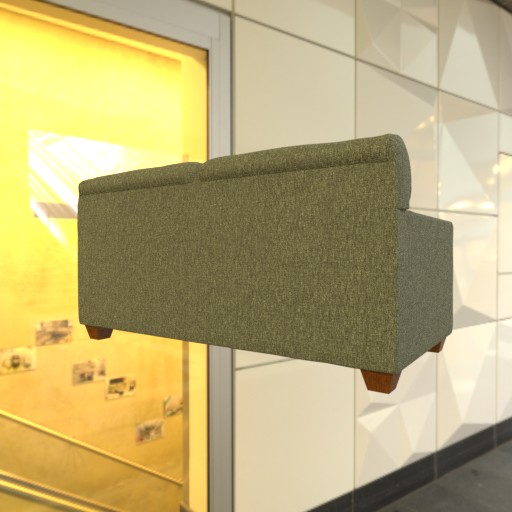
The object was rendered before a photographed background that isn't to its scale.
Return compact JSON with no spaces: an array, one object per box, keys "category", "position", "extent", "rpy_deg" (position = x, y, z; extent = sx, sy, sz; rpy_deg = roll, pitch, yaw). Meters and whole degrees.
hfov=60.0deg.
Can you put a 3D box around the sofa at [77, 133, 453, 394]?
[{"category":"sofa","position":[0.000,0.000,2.418],"extent":[1.846,0.958,0.998],"rpy_deg":[1,1,35]}]
